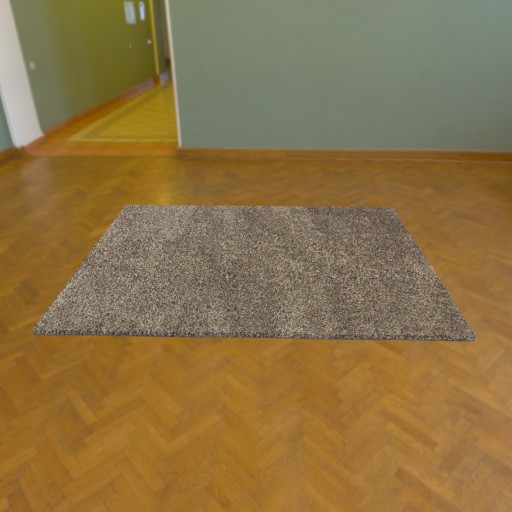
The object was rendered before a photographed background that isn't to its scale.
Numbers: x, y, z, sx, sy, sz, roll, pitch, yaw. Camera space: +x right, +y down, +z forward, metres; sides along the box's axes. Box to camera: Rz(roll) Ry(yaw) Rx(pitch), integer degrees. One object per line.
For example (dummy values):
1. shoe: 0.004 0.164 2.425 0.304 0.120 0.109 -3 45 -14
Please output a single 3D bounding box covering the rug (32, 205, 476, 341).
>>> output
1. rug: 0.000 0.000 2.118 1.601 0.025 1.198 1 29 1
